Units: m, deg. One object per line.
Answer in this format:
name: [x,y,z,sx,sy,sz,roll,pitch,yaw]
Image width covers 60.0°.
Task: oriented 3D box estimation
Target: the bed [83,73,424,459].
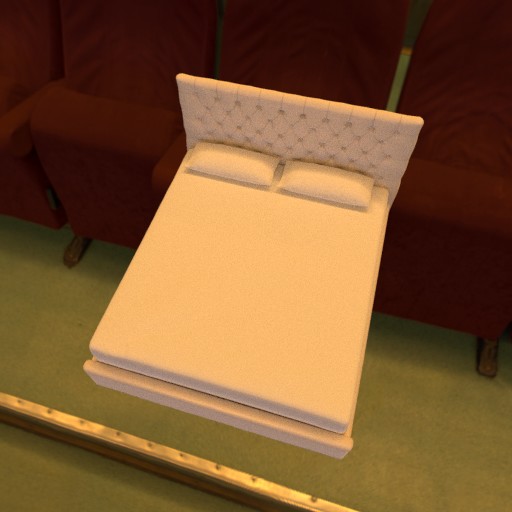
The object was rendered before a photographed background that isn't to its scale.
bed: [0.000,0.000,3.591,2.078,1.427,2.387,14,58,9]
